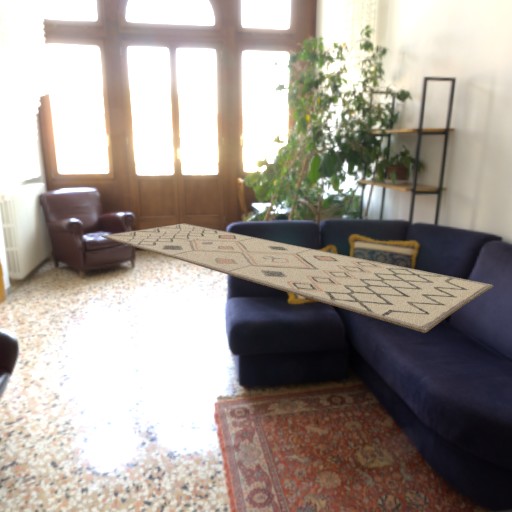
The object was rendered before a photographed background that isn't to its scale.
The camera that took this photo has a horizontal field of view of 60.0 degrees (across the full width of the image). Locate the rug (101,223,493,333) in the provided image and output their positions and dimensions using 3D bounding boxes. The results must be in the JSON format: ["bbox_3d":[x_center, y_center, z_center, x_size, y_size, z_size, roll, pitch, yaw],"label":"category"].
[{"bbox_3d":[0.000,0.000,2.677,2.435,0.011,0.750,13,19,43],"label":"rug"}]
